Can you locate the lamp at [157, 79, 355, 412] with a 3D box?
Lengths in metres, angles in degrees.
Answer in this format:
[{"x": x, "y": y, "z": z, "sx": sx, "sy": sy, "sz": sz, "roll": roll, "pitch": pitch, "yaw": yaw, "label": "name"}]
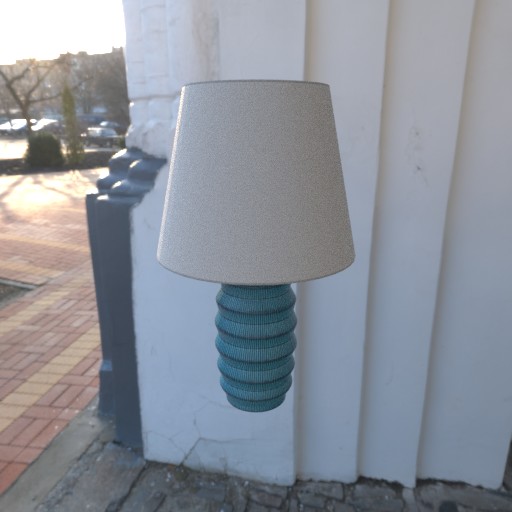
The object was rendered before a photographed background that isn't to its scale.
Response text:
[{"x": 0.000, "y": 0.000, "z": 0.812, "sx": 0.355, "sy": 0.582, "sz": 0.355, "roll": 0, "pitch": 17, "yaw": 0, "label": "lamp"}]
